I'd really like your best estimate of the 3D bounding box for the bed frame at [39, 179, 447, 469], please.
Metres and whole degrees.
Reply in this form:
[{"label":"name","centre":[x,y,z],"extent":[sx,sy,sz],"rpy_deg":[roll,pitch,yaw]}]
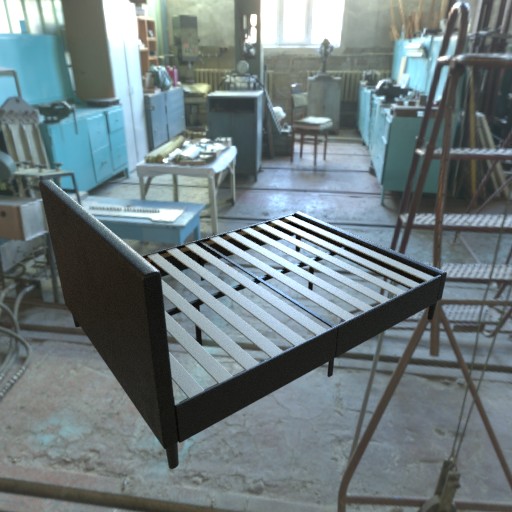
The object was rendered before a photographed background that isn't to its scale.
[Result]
[{"label":"bed frame","centre":[0.000,0.000,3.164],"extent":[2.318,1.127,1.634],"rpy_deg":[-18,31,-33]}]
